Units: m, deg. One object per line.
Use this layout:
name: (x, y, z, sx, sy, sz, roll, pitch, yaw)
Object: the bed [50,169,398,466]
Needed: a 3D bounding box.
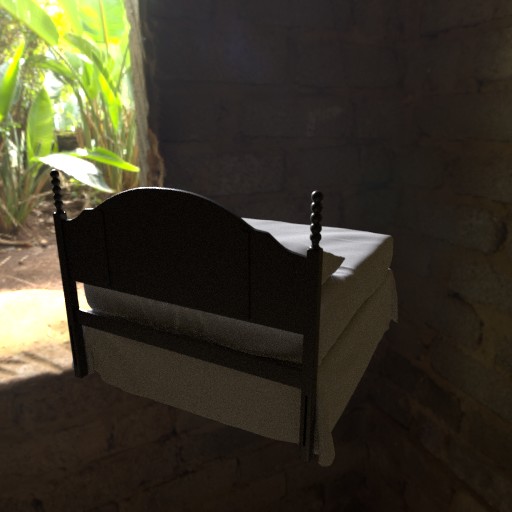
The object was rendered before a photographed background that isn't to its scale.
bed: (0.000, 0.000, 3.225, 1.873, 1.356, 2.040, 9, 20, 26)
